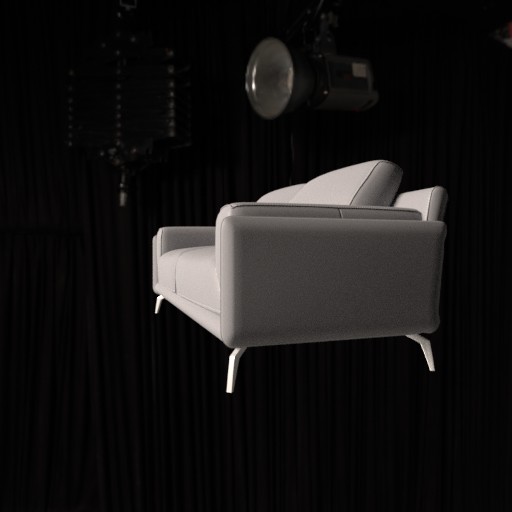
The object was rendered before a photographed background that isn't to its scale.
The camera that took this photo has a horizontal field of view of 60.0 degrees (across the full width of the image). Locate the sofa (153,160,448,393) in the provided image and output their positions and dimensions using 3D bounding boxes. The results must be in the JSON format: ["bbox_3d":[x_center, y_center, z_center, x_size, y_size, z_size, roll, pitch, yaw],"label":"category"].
[{"bbox_3d":[0.000,0.000,2.597,0.969,0.900,2.100,0,1,-20],"label":"sofa"}]
